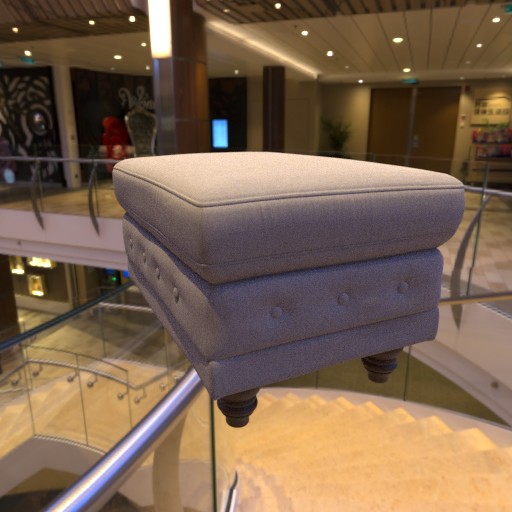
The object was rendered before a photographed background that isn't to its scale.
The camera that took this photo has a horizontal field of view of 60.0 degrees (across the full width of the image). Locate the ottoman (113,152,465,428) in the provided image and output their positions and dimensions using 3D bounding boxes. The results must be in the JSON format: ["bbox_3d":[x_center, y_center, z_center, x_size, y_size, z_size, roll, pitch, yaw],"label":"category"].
[{"bbox_3d":[0.000,0.000,1.128,0.569,0.500,0.771,-8,18,-25],"label":"ottoman"}]
